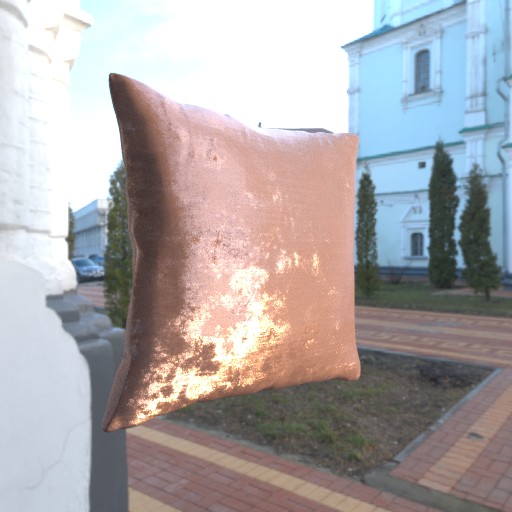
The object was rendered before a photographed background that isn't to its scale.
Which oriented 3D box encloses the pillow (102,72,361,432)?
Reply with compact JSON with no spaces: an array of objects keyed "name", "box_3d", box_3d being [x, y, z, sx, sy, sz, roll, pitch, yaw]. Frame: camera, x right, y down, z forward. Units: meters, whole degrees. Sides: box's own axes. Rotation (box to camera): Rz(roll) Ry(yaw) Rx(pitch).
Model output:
[{"name":"pillow","box_3d":[0.000,0.000,0.700,0.470,0.464,0.175,0,0,-35]}]
